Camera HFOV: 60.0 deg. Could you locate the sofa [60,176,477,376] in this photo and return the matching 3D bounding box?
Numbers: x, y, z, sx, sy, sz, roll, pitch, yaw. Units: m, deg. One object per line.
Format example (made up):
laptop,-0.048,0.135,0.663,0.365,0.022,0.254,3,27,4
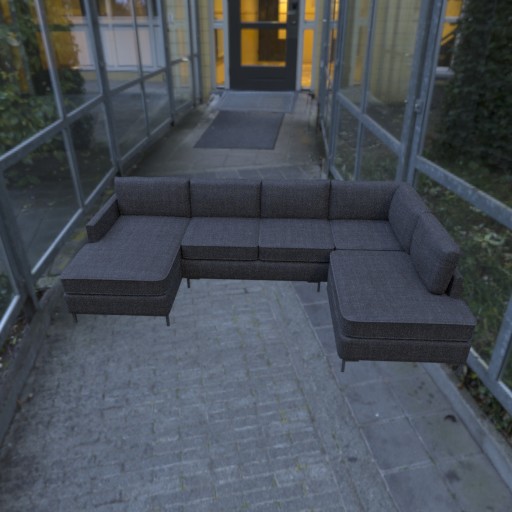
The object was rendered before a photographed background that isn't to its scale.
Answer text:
sofa,0.000,0.000,4.258,3.423,0.999,2.048,1,29,2
